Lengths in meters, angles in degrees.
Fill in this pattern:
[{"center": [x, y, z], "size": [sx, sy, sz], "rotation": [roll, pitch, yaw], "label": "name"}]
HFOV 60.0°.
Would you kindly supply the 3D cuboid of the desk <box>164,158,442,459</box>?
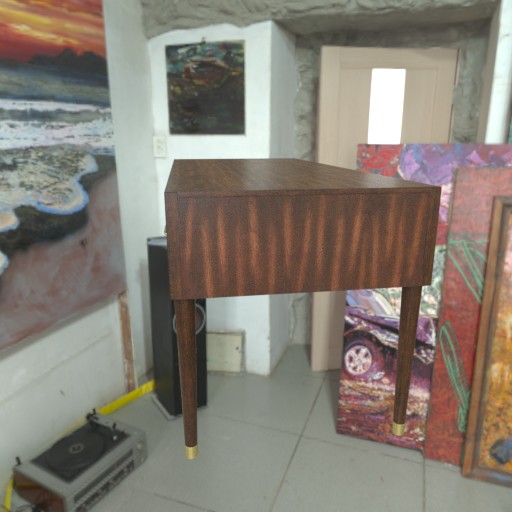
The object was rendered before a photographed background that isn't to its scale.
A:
[{"center": [0.000, 0.000, 1.948], "size": [0.724, 0.762, 1.575], "rotation": [-2, 15, -9], "label": "desk"}]
